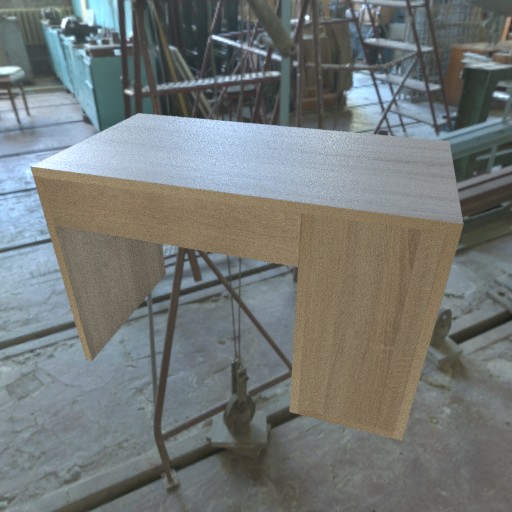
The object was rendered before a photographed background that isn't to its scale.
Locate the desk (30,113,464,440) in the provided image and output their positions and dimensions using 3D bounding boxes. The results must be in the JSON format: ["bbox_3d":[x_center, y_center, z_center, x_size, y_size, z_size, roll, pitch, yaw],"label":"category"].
[{"bbox_3d":[0.000,0.000,1.505,1.100,0.731,0.600,10,34,15],"label":"desk"}]
